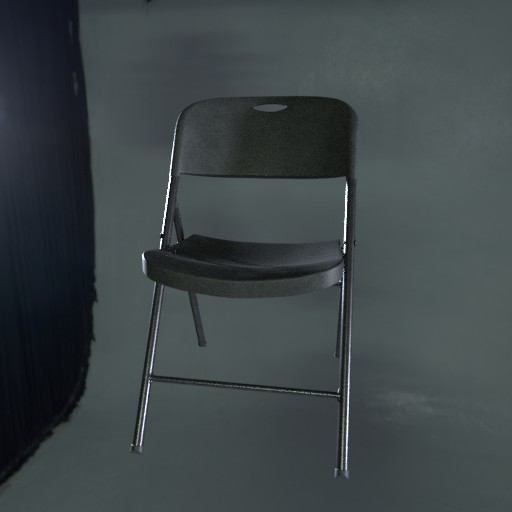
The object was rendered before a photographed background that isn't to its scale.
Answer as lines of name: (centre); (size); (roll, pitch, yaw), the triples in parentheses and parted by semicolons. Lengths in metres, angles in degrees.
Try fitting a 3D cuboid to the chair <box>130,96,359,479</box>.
chair: (0.000, 0.000, 1.132); (0.494, 0.810, 0.566); (3, 16, 9)
